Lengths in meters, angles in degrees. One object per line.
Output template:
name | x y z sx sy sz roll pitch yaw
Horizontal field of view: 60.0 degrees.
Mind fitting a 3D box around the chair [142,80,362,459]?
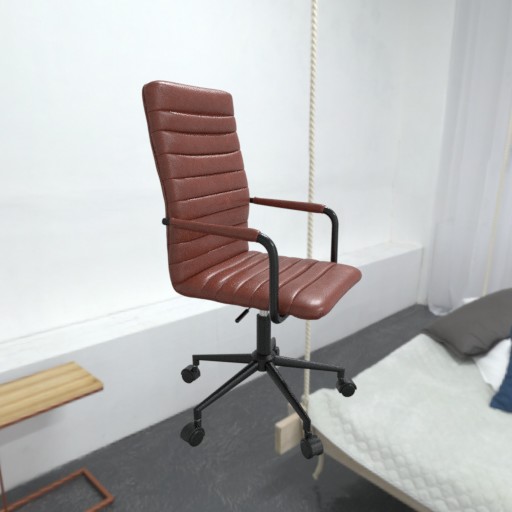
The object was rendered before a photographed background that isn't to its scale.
chair | 0.000 0.000 1.332 0.580 0.979 0.608 8 17 27
